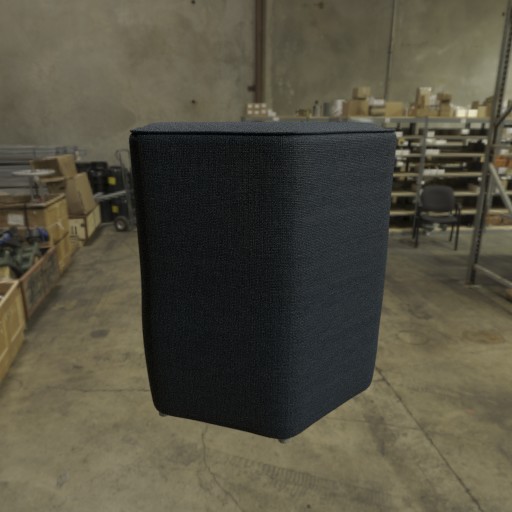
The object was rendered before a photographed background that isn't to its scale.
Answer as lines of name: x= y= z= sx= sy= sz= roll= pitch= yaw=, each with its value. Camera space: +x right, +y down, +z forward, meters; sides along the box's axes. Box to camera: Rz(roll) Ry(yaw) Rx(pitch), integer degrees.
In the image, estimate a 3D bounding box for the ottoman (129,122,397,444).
ottoman: x=0.000 y=0.000 z=0.874 sx=0.454 sy=0.505 sz=0.492 roll=-2 pitch=17 yaw=-8
